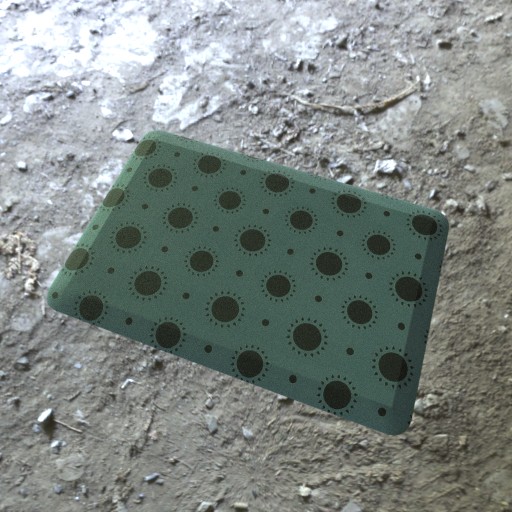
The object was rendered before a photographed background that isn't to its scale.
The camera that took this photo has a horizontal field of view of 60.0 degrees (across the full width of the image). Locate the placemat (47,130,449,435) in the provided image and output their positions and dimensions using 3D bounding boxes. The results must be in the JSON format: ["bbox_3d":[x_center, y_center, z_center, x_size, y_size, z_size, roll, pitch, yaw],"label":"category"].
[{"bbox_3d":[0.000,0.000,0.952,0.762,0.021,0.508,18,65,9],"label":"placemat"}]
